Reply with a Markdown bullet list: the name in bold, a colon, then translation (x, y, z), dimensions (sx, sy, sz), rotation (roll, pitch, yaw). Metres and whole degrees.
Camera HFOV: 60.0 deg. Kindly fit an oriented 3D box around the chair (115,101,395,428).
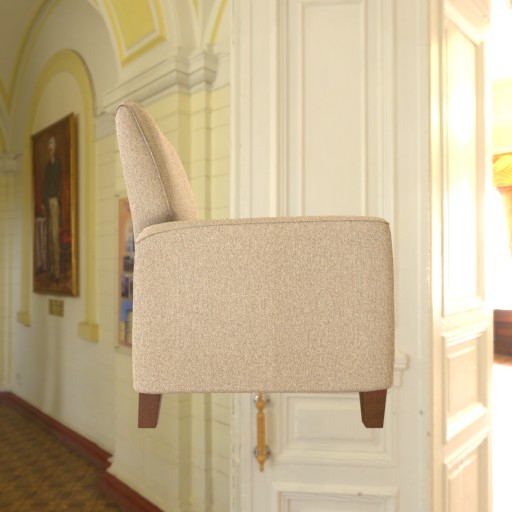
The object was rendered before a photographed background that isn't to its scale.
- **chair**: translation (0.000, 0.000, 1.671), dimensions (0.864, 1.014, 0.848), rotation (0, 0, 0)
